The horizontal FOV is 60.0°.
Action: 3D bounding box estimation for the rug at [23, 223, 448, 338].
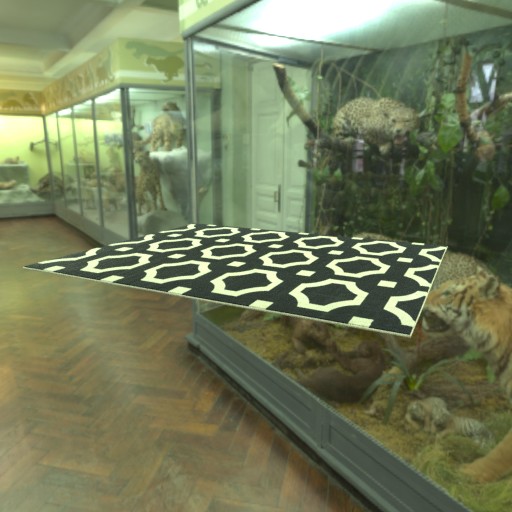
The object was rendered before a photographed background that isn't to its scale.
[{"bbox_3d":[0.000,0.000,4.036,3.049,0.021,2.466,7,15,26],"label":"rug"}]
